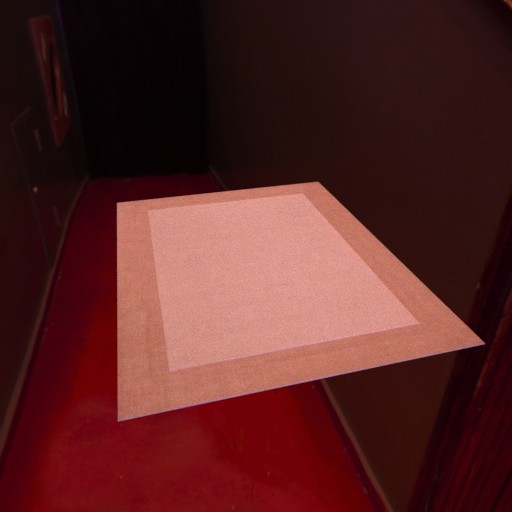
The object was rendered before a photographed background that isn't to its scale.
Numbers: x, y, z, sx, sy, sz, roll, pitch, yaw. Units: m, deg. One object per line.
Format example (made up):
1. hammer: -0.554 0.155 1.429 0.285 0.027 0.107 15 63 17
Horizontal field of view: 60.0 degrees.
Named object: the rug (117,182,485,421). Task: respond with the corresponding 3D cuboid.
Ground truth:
1. rug: 0.000 0.000 4.031 2.438 0.014 3.048 -8 32 -13
